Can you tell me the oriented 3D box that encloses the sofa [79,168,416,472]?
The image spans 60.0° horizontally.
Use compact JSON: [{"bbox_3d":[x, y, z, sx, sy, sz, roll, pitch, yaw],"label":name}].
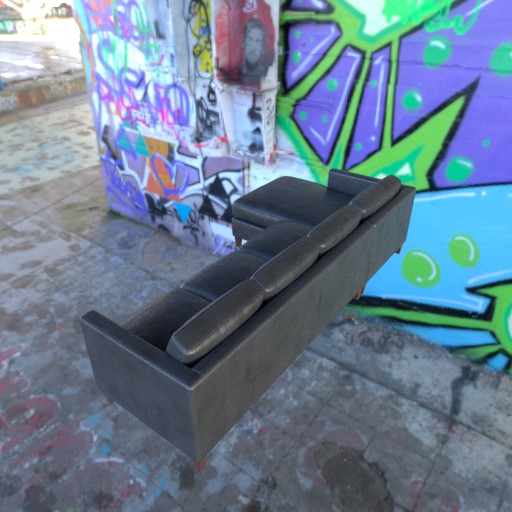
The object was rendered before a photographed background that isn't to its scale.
[{"bbox_3d":[0.000,0.000,3.828,1.581,0.883,3.203,21,37,31],"label":"sofa"}]
